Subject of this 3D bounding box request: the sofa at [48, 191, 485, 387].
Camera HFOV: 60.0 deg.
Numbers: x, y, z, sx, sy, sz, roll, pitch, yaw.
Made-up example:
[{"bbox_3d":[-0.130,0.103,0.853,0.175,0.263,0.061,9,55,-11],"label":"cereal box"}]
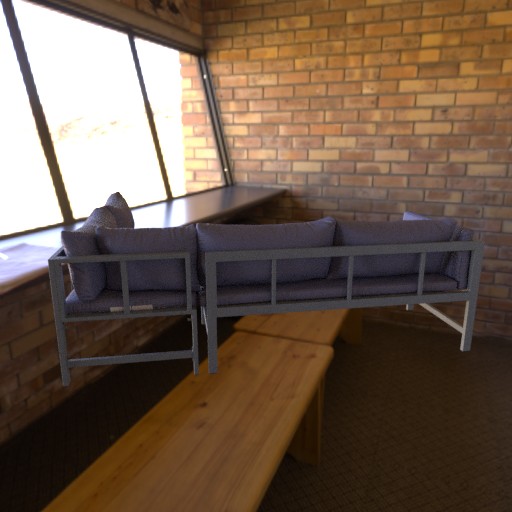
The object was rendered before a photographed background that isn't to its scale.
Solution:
[{"bbox_3d":[0.000,0.000,2.979,2.149,0.762,1.658,-3,15,-10],"label":"sofa"}]
